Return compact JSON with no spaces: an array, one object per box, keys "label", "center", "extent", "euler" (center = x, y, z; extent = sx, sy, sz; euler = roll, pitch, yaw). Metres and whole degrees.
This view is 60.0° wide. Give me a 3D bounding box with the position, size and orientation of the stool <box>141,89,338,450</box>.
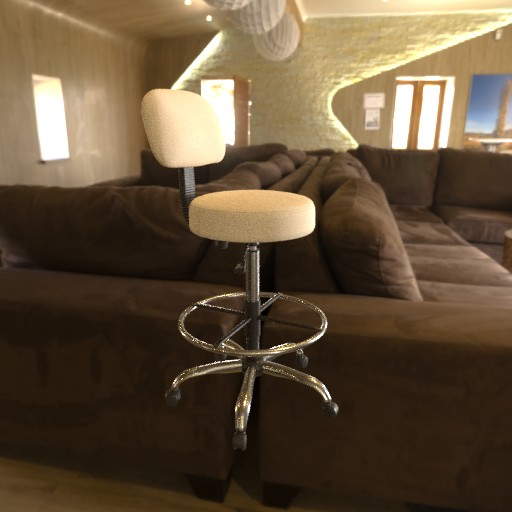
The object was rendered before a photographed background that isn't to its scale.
[{"label":"stool","center":[0.000,0.000,1.504],"extent":[0.616,1.080,0.609],"euler":[8,17,25]}]
